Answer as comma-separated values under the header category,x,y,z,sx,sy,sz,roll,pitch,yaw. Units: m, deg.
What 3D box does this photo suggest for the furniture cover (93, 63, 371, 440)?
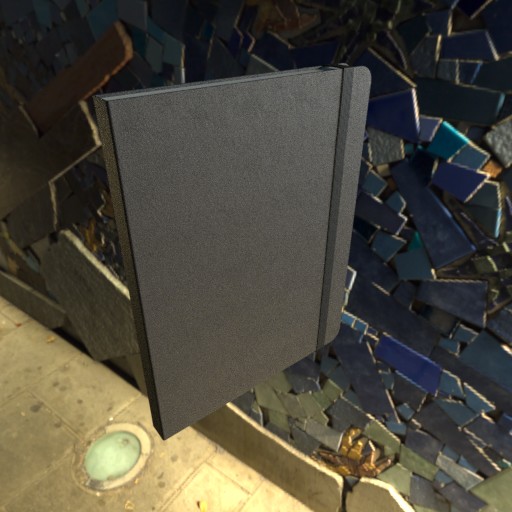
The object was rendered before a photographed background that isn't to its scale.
category,x,y,z,sx,sy,sz,roll,pitch,yaw
furniture cover,0.000,0.000,0.369,0.216,0.281,0.023,-22,37,-32
